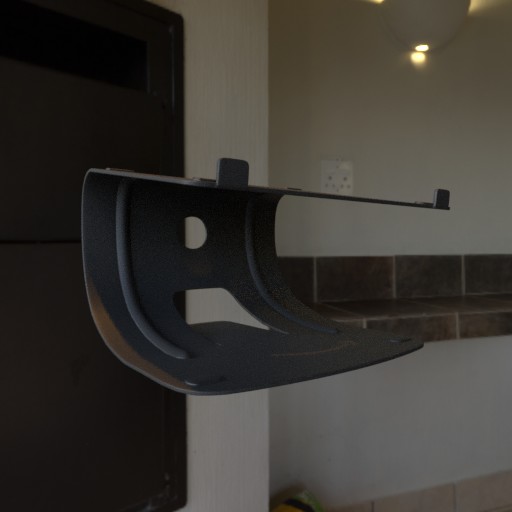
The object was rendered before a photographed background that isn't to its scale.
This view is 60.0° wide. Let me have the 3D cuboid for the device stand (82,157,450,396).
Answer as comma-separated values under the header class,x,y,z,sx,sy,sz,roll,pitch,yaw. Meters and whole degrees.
class,x,y,z,sx,sy,sz,roll,pitch,yaw
device stand,0.000,0.000,0.396,0.256,0.155,0.236,-1,1,-37
